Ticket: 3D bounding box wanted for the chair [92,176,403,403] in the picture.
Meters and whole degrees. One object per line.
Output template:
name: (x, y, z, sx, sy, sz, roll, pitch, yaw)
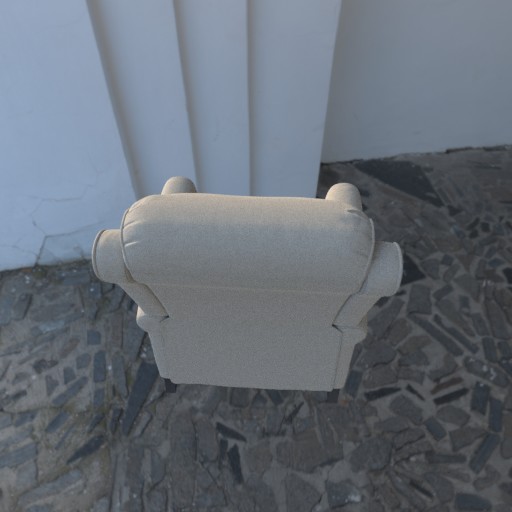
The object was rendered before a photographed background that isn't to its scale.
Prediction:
chair: (0.000, 0.000, 1.726, 0.859, 1.046, 0.919, 3, 46, 3)
